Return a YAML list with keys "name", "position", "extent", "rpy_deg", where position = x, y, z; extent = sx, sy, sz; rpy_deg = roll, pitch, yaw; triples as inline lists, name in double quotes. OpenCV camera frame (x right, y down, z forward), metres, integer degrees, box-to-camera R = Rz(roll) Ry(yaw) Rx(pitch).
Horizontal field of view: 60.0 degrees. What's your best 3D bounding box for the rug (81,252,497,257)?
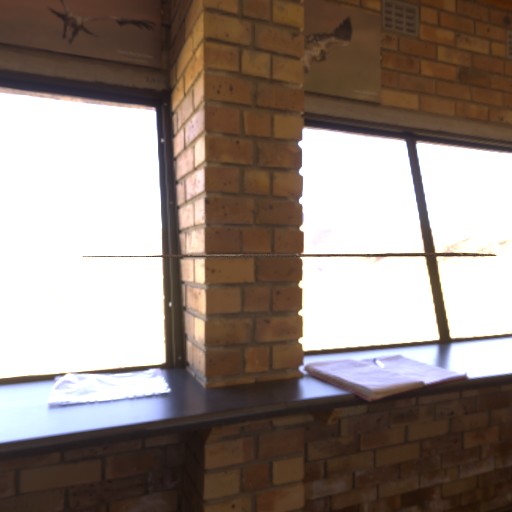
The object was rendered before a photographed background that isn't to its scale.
- name: "rug"
  position: [0.000, 0.000, 2.659]
  extent: [2.464, 0.012, 0.773]
  rpy_deg: [0, -1, 36]
